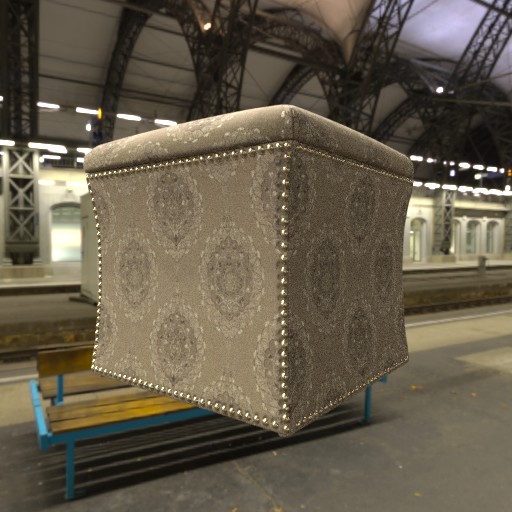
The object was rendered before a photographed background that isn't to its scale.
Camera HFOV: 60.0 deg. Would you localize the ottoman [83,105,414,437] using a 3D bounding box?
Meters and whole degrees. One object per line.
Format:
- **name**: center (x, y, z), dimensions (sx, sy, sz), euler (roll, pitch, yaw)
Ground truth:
- **ottoman**: center (0.000, 0.000, 0.908), dimensions (0.507, 0.473, 0.497), euler (1, 2, 38)
